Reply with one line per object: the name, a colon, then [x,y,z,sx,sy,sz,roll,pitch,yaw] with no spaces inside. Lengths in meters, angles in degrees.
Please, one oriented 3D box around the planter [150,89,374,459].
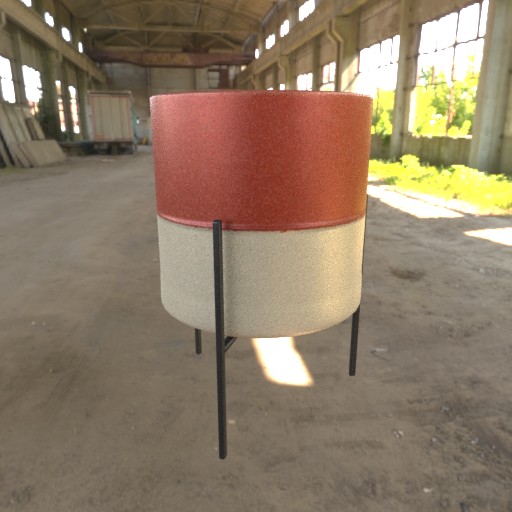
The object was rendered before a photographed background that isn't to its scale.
planter: [0.000,0.000,0.527,0.235,0.354,0.251,-15,22,-42]
